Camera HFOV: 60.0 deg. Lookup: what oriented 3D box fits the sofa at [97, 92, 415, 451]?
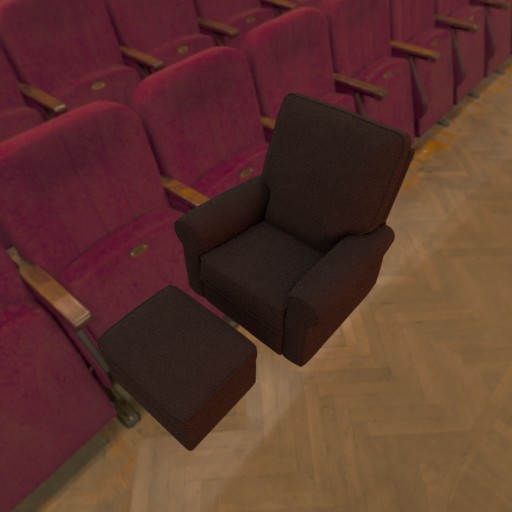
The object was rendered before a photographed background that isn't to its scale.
[{"bbox_3d":[0.000,0.000,2.039,0.880,0.959,1.478,31,53,27],"label":"sofa"}]
